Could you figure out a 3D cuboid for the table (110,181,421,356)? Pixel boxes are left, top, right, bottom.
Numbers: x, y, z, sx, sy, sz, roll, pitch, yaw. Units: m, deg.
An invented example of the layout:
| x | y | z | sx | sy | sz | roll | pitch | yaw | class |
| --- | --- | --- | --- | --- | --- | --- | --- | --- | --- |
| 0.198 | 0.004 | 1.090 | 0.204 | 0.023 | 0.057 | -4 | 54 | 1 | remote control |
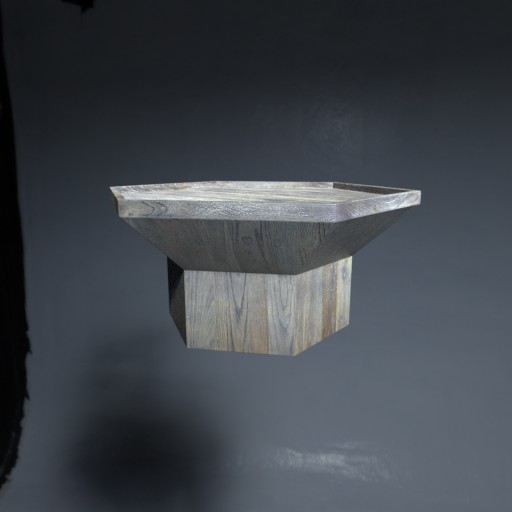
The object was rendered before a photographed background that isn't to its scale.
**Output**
| x | y | z | sx | sy | sz | roll | pitch | yaw | class |
| --- | --- | --- | --- | --- | --- | --- | --- | --- | --- |
| 0.000 | 0.000 | 1.621 | 1.115 | 0.488 | 0.966 | 2 | 13 | 10 | table |
